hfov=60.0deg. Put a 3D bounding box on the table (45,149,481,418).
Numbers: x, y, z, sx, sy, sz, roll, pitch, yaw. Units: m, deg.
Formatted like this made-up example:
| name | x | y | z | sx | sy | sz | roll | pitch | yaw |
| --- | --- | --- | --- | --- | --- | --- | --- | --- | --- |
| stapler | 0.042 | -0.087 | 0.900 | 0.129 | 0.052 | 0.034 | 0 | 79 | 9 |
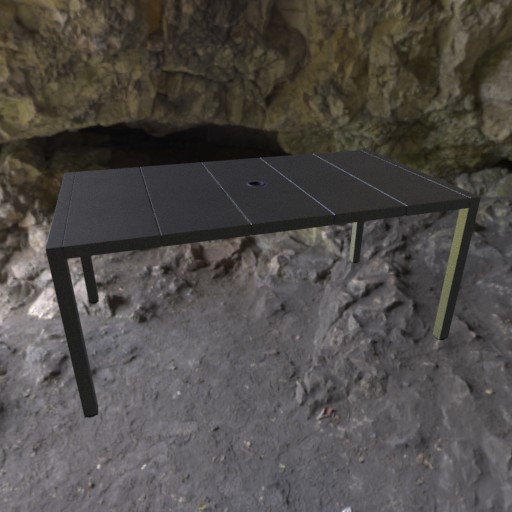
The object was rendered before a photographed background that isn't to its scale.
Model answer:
| name | x | y | z | sx | sy | sz | roll | pitch | yaw |
| --- | --- | --- | --- | --- | --- | --- | --- | --- | --- |
| table | 0.000 | 0.000 | 2.171 | 1.680 | 0.735 | 0.914 | -8 | 27 | -16 |
